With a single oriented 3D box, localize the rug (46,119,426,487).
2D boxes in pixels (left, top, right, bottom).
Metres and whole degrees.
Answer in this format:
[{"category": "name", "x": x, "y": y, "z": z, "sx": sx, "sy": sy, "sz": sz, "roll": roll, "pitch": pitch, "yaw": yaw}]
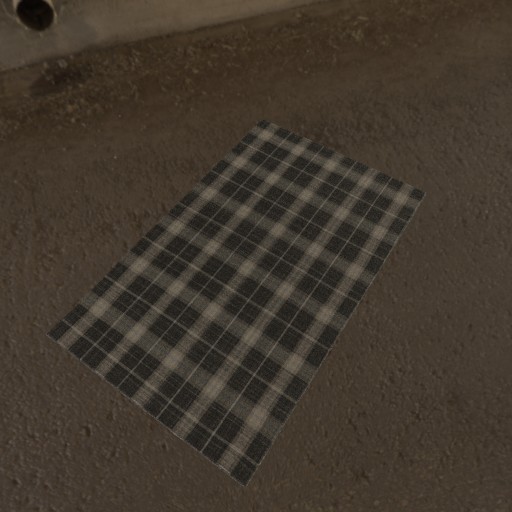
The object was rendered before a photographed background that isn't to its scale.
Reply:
[{"category": "rug", "x": 0.000, "y": 0.000, "z": 3.073, "sx": 1.520, "sy": 0.015, "sz": 2.434, "roll": 30, "pitch": 62, "yaw": 18}]
